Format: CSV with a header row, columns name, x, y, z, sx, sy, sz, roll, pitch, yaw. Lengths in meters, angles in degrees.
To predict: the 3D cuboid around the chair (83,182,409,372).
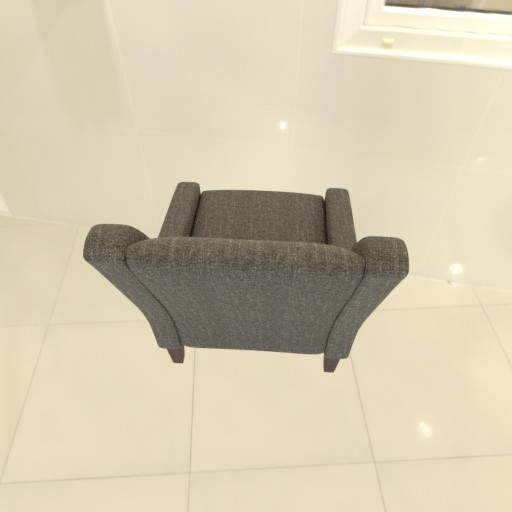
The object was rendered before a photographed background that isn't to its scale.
name,x,y,z,sx,sy,sz,roll,pitch,yaw
chair,0.000,0.000,1.713,0.793,1.012,0.944,3,47,3
